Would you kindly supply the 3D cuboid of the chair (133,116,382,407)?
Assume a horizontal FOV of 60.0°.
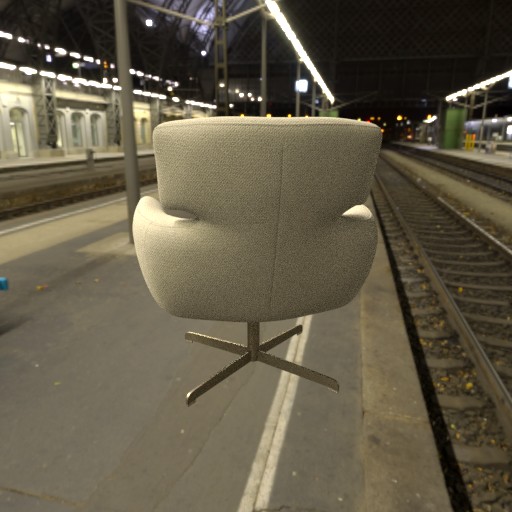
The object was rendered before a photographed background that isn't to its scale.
[{"bbox_3d":[0.000,0.000,1.389,0.760,0.810,0.730,-2,16,-9],"label":"chair"}]
